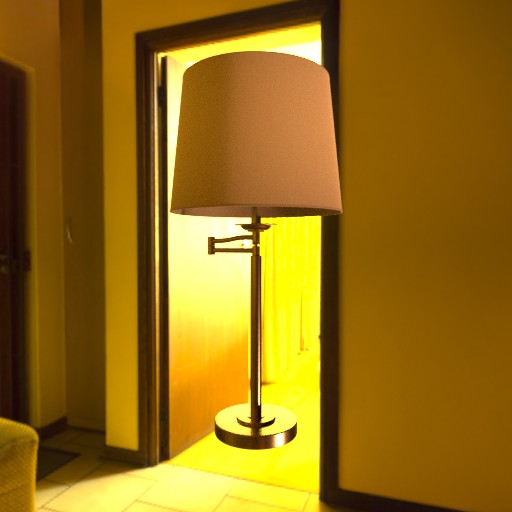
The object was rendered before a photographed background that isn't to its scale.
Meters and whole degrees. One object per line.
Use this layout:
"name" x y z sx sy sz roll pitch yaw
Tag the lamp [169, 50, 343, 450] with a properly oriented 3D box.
"lamp" 0.000 0.000 0.870 0.333 0.696 0.333 0 2 0
